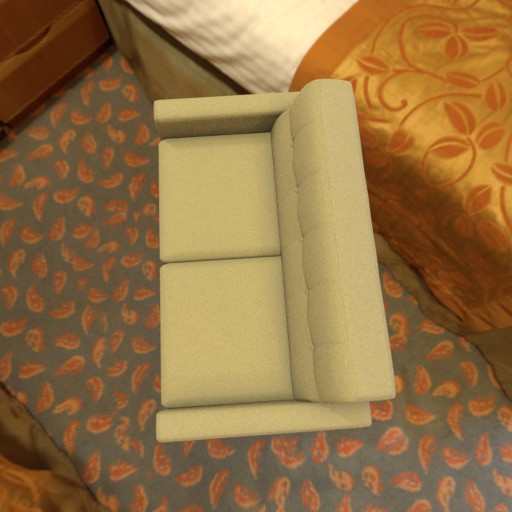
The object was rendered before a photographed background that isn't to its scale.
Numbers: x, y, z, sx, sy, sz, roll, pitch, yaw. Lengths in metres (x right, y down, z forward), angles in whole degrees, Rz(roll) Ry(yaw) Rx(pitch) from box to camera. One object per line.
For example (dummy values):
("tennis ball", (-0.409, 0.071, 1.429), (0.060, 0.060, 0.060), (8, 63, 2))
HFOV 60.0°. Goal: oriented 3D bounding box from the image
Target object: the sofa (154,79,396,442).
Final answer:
("sofa", (0.000, 0.000, 2.229), (0.980, 0.892, 1.655), (-4, 75, -1))
